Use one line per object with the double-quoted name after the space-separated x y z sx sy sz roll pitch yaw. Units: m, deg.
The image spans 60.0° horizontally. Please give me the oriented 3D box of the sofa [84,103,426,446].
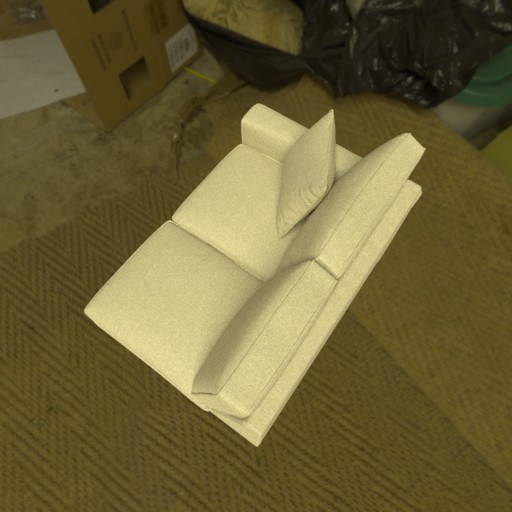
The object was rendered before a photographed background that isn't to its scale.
0.000 0.000 2.121 0.991 0.989 1.388 32 68 15 "sofa"
